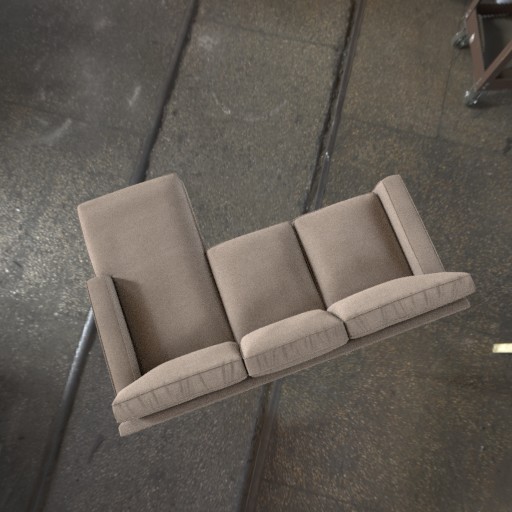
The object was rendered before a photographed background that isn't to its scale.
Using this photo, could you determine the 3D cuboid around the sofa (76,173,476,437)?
[{"bbox_3d":[0.000,0.000,2.841,2.087,0.861,1.496,-19,78,-4],"label":"sofa"}]
